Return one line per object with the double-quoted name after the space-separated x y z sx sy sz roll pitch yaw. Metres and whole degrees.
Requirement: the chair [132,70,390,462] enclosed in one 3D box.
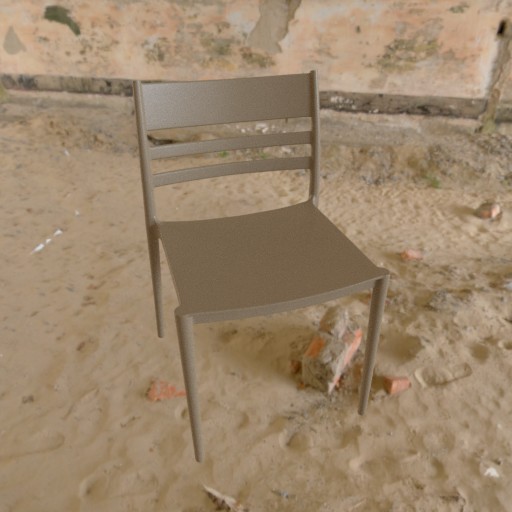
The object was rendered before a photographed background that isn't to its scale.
0.000 0.000 1.131 0.531 0.800 0.511 -10 33 -15 "chair"
